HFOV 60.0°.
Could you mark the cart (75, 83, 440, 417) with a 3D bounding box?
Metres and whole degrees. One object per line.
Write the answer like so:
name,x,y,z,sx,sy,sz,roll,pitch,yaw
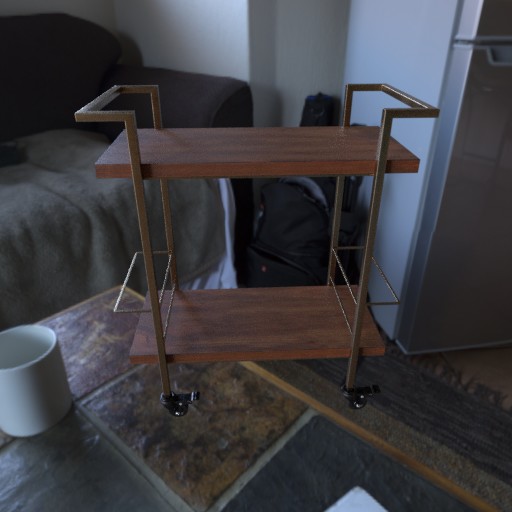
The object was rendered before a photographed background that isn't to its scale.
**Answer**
cart,0.000,0.000,1.170,0.695,0.807,0.364,-1,29,-3
